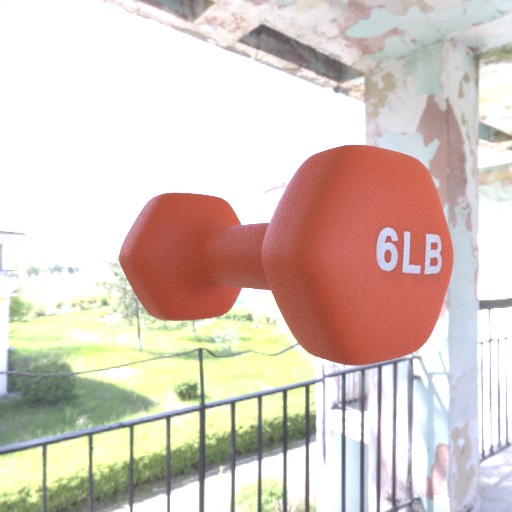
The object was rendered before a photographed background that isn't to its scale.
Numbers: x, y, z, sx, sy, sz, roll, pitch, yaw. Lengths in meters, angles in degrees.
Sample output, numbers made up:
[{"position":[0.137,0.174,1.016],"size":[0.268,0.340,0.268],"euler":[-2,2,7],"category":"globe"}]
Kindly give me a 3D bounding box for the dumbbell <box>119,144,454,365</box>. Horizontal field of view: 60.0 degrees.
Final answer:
[{"position":[0.000,0.000,0.203],"size":[0.079,0.071,0.162],"euler":[0,0,-37],"category":"dumbbell"}]
